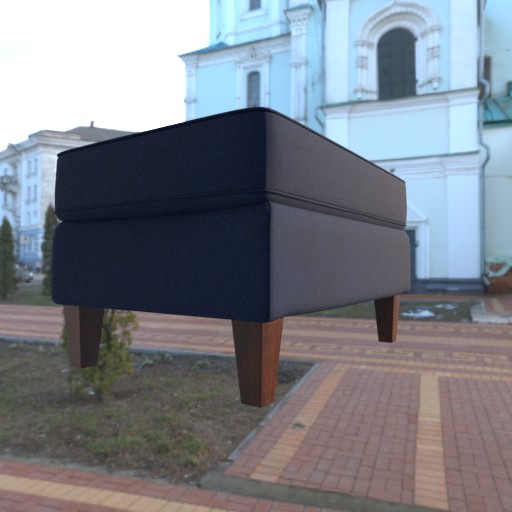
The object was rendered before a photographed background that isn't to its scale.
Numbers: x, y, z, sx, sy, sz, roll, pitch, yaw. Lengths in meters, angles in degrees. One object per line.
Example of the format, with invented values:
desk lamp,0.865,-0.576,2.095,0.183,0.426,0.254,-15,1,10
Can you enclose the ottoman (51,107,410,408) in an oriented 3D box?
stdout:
ottoman,0.000,0.000,1.354,0.686,0.584,0.965,-1,-1,34
